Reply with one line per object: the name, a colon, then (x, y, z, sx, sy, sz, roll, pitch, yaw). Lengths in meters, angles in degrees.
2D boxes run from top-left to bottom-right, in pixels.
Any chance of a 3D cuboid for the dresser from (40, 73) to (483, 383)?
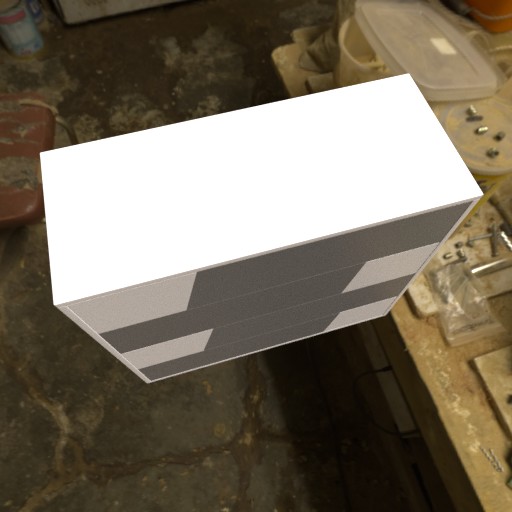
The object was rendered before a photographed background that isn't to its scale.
dresser: (0.000, 0.000, 1.630, 1.100, 1.000, 0.460, -14, 65, -7)
